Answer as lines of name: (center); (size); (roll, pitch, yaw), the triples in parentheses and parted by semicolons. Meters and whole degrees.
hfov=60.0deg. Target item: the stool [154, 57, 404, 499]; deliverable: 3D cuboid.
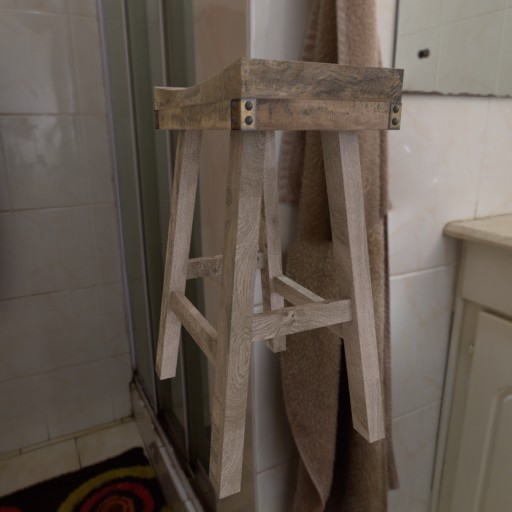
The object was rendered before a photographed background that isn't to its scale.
stool: (0.000, 0.000, 0.854); (0.330, 0.635, 0.450); (-8, 18, -25)
